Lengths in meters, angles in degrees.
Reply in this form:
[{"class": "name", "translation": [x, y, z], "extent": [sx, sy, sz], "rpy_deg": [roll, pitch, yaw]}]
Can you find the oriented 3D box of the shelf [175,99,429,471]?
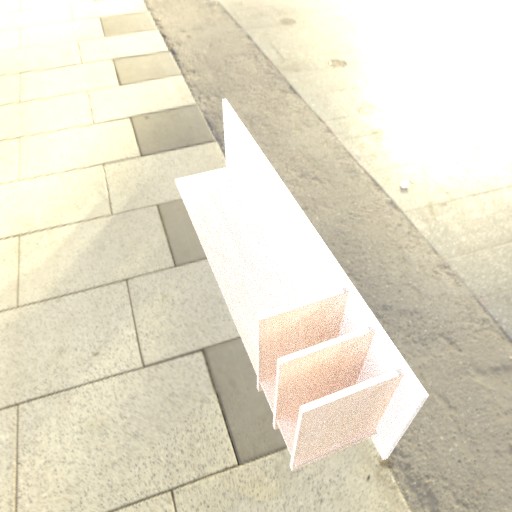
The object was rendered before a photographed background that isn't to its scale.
[{"class": "shelf", "translation": [0.000, 0.000, 1.117], "extent": [0.200, 0.300, 1.020], "rpy_deg": [-16, 50, -14]}]
